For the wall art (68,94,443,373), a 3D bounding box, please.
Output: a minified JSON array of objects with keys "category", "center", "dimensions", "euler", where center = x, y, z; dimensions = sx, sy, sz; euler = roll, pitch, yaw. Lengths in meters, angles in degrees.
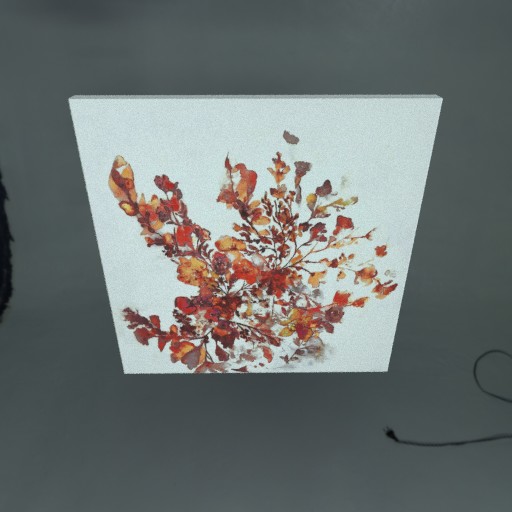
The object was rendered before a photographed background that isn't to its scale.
[{"category":"wall art","center":[0.000,0.000,1.466],"dimensions":[1.009,1.009,0.049],"euler":[0,30,-1]}]
